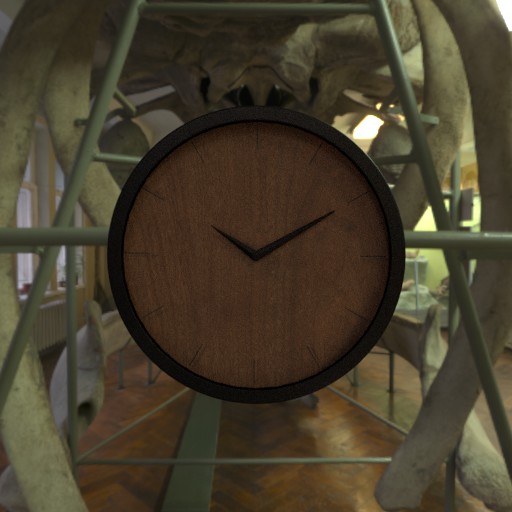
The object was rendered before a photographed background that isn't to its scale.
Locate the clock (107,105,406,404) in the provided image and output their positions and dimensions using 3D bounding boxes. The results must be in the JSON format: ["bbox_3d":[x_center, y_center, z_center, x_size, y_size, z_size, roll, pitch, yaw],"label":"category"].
[{"bbox_3d":[0.000,0.000,0.483,0.314,0.314,0.040,0,2,1],"label":"clock"}]
